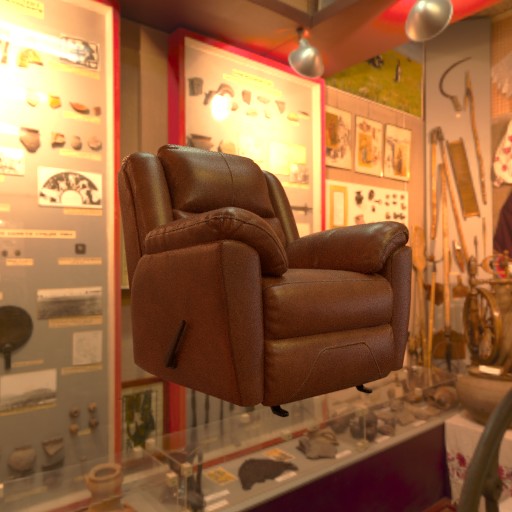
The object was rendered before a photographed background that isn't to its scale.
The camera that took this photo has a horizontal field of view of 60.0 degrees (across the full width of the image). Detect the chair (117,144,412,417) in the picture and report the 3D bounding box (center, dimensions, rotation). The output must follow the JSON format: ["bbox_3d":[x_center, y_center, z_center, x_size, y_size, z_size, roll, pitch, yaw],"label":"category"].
[{"bbox_3d":[0.000,0.000,1.977,0.990,1.093,1.041,0,-1,-37],"label":"chair"}]
